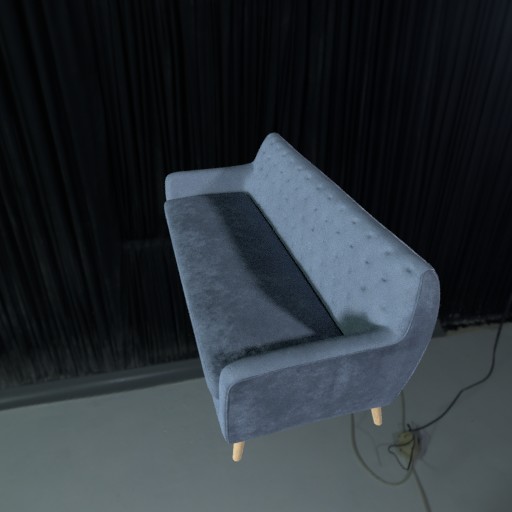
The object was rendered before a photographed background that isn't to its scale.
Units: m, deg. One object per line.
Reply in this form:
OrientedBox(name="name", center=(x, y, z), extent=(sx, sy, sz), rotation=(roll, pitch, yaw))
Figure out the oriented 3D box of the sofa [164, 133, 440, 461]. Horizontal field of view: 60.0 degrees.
OrientedBox(name="sofa", center=(0.000, 0.000, 2.409), extent=(0.841, 0.832, 1.975), rotation=(-8, 32, -13))
